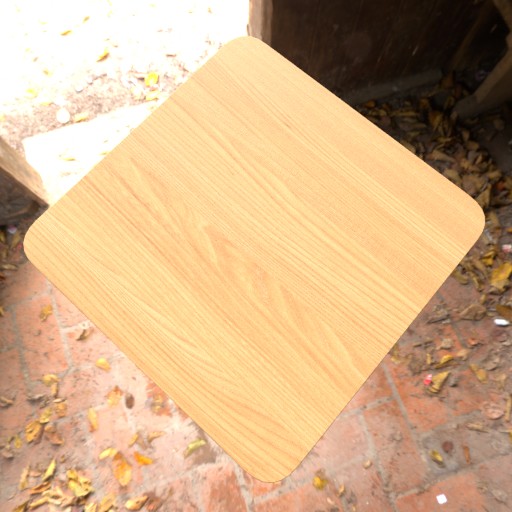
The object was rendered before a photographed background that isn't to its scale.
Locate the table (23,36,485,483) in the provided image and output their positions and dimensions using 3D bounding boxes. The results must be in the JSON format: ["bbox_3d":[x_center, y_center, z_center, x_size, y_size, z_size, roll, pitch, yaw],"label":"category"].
[{"bbox_3d":[0.000,0.000,1.183,0.750,0.450,0.750,41,79,10],"label":"table"}]
